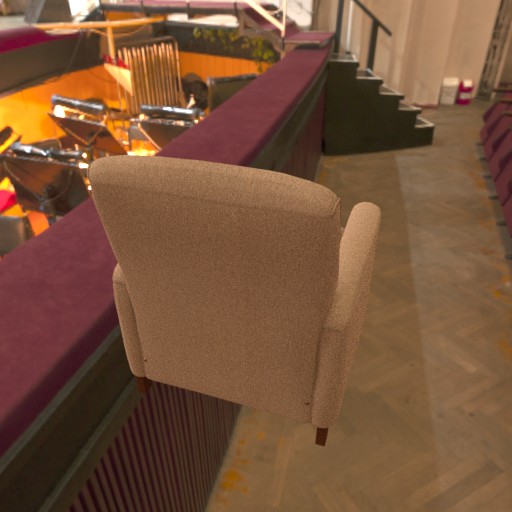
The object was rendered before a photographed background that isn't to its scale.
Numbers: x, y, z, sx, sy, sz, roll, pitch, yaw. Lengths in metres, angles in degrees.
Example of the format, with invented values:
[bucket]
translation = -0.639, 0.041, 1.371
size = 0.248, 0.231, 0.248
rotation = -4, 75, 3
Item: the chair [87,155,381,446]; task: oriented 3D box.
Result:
[chair]
translation = 0.000, 0.000, 1.661
size = 0.848, 1.014, 0.864
rotation = 10, 33, 16
